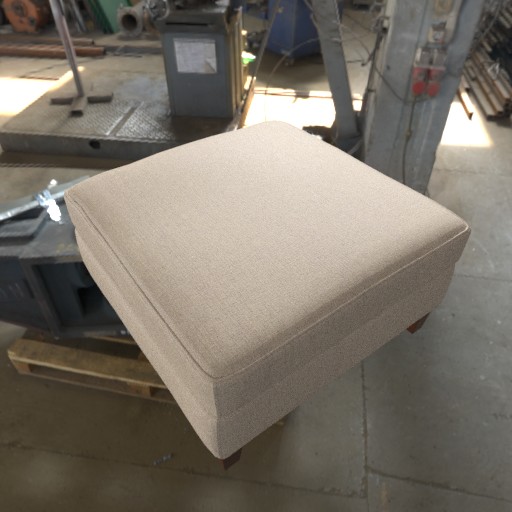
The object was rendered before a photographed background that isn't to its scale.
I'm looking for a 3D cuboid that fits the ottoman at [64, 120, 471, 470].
[{"bbox_3d":[0.000,0.000,1.340,0.838,0.481,0.838,-26,48,-27],"label":"ottoman"}]
